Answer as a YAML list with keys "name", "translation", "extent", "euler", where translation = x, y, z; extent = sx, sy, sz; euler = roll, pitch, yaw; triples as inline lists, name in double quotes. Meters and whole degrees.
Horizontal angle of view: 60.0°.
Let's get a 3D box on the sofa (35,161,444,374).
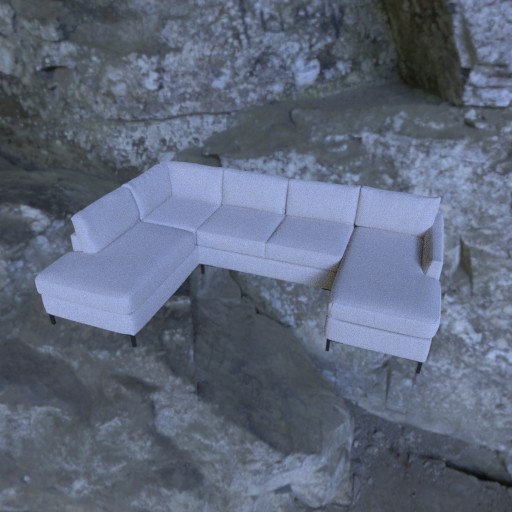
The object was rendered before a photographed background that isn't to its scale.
- name: "sofa"
  translation: [0.000, 0.000, 3.792]
  extent: [2.984, 0.862, 1.989]
  euler: [11, 33, 17]
